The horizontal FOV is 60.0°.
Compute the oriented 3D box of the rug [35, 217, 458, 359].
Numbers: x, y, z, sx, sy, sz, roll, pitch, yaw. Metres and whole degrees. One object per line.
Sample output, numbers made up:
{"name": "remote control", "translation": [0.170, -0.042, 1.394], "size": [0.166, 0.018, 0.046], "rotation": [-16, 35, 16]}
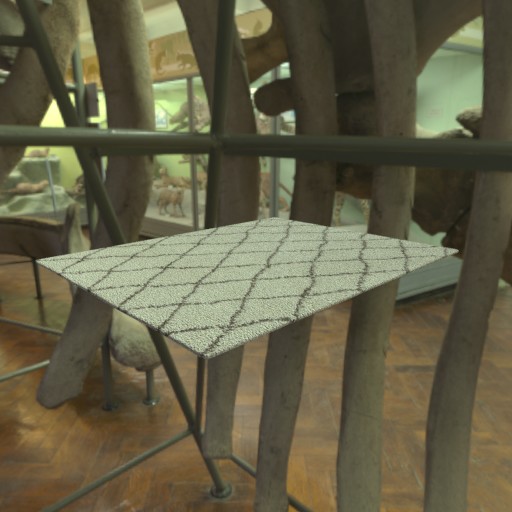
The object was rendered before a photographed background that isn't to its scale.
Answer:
{"name": "rug", "translation": [0.000, 0.000, 4.053], "size": [3.047, 0.029, 2.438], "rotation": [-14, 21, -42]}
